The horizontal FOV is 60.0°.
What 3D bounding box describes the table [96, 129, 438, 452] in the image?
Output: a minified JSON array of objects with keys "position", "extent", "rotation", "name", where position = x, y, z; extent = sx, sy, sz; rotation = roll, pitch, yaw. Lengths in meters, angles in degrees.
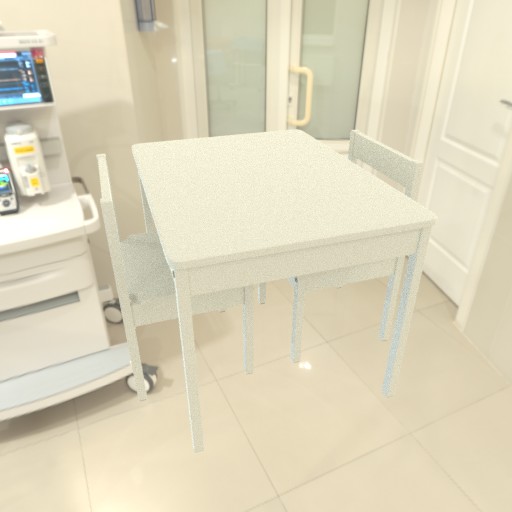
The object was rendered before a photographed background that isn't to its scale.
[{"position":[0.000,0.000,1.109],"extent":[0.672,0.503,0.650],"rotation":[-10,32,-16],"name":"table"}]
